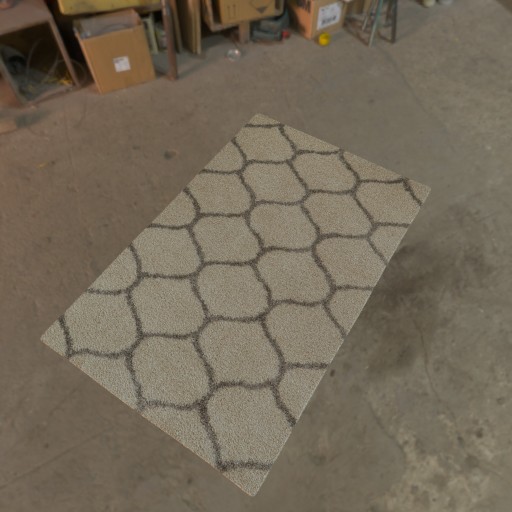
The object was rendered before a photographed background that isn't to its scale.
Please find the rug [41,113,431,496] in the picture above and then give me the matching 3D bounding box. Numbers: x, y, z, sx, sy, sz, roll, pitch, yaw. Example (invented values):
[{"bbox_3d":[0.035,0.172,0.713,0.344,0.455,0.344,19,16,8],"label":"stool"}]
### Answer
[{"bbox_3d":[0.000,0.000,2.899,1.501,0.024,2.348,29,62,17],"label":"rug"}]
